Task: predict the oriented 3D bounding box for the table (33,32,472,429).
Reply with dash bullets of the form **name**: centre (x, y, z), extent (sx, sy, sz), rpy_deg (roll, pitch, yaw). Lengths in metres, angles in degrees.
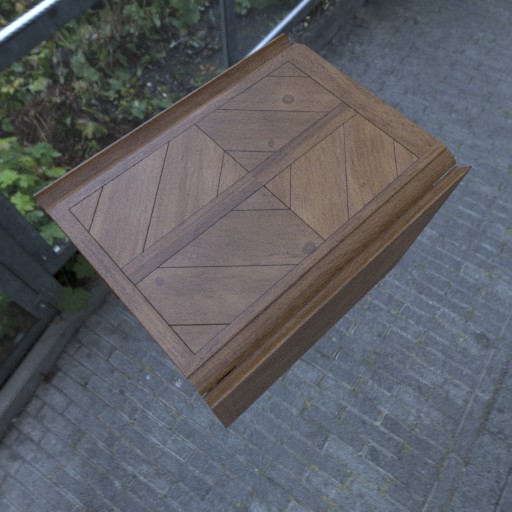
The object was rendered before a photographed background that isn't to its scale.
- **table**: centre (0.000, 0.000, 1.294), extent (0.746, 0.763, 0.591), rpy_deg (-40, 70, -17)
